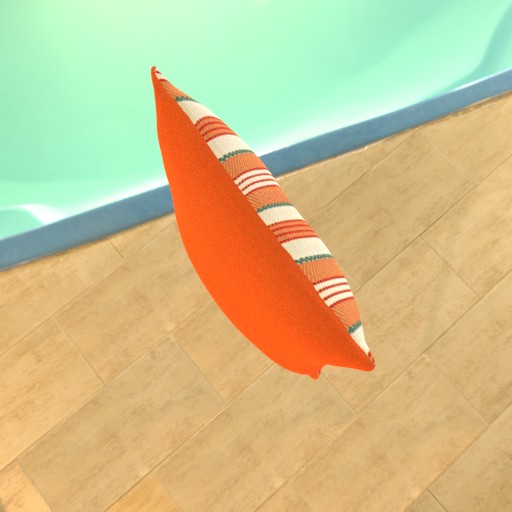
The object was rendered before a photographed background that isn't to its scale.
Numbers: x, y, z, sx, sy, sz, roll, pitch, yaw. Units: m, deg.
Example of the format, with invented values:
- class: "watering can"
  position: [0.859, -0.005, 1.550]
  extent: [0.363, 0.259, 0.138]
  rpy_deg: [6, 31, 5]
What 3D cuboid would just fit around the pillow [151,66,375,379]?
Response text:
- class: "pillow"
  position: [0.000, 0.000, 0.690]
  extent: [0.182, 0.441, 0.440]
  rpy_deg: [-33, 77, -8]
